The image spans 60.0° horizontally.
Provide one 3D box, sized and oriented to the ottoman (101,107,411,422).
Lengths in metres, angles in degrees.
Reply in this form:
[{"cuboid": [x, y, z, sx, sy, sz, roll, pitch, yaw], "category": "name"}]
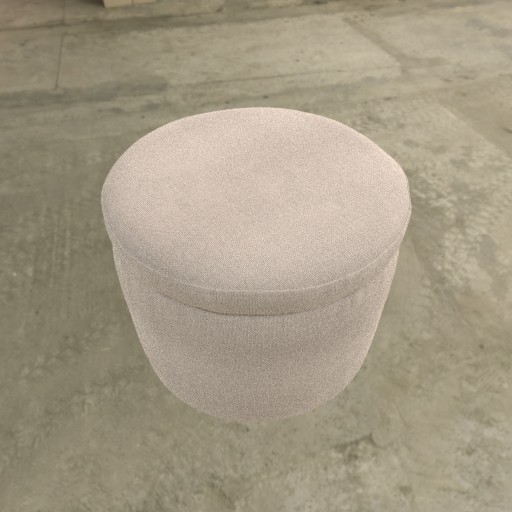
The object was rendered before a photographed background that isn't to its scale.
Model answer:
[{"cuboid": [0.000, 0.000, 0.840, 0.497, 0.409, 0.497, 0, 45, 0], "category": "ottoman"}]
